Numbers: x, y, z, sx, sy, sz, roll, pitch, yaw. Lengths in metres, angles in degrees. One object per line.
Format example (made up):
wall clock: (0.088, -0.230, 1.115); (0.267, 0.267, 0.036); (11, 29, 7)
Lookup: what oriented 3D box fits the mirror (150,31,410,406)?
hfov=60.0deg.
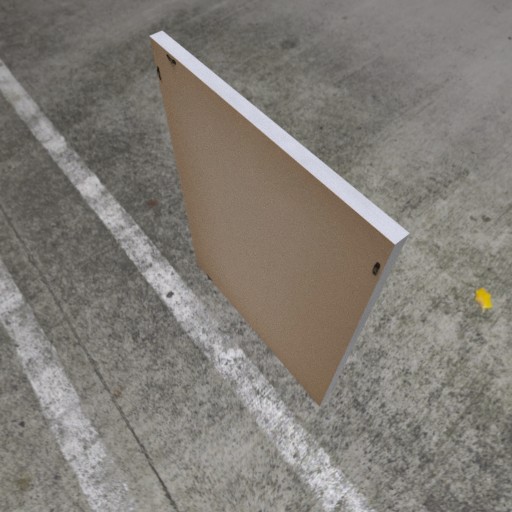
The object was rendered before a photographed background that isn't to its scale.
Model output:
mirror: (0.000, 0.000, 1.312); (0.041, 1.016, 0.762); (-34, 63, -20)
